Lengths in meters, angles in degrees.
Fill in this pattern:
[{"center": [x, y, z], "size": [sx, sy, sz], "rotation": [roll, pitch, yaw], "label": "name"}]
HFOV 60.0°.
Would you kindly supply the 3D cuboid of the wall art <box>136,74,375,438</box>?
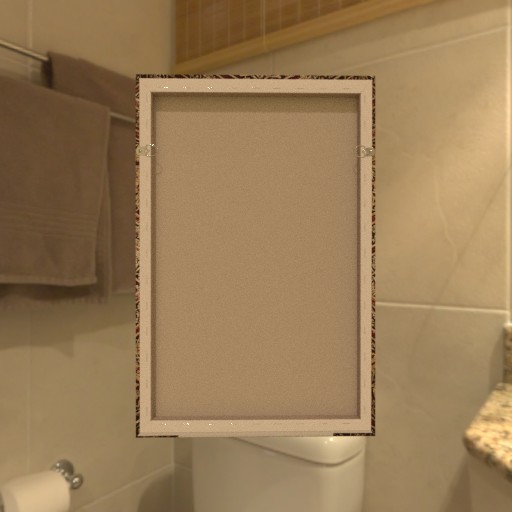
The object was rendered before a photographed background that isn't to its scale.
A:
[{"center": [0.000, 0.000, 0.741], "size": [0.397, 0.599, 0.020], "rotation": [0, 0, -1], "label": "wall art"}]
